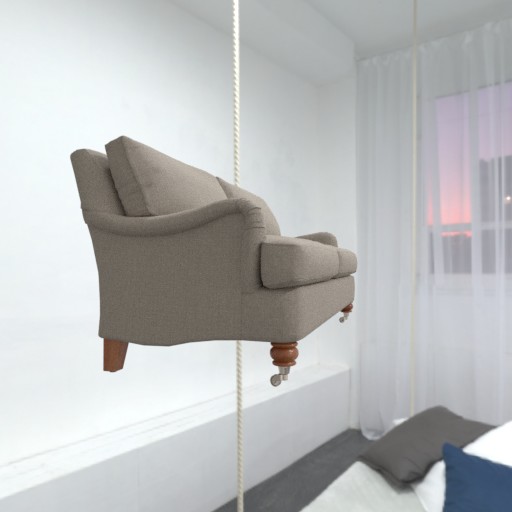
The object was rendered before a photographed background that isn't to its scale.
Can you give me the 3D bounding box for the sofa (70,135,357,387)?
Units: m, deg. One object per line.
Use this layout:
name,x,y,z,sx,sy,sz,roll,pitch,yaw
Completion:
sofa,0.000,0.000,2.796,1.087,1.054,2.160,0,-1,18
